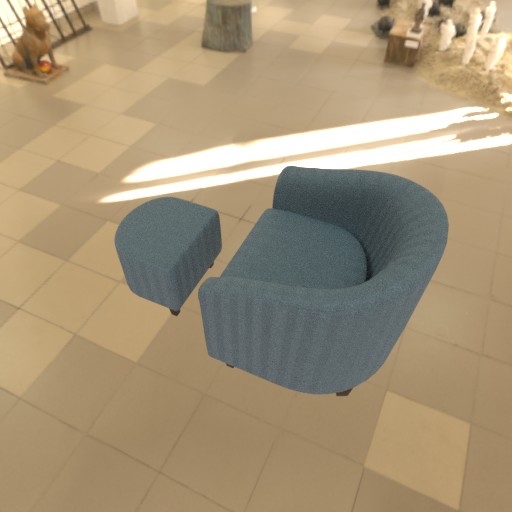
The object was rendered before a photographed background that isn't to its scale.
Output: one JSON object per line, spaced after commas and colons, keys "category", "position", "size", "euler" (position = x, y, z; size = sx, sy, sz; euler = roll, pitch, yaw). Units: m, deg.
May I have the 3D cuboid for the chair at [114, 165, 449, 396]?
{"category": "chair", "position": [0.000, 0.000, 1.793], "size": [1.288, 0.757, 0.756], "euler": [18, 49, 17]}
